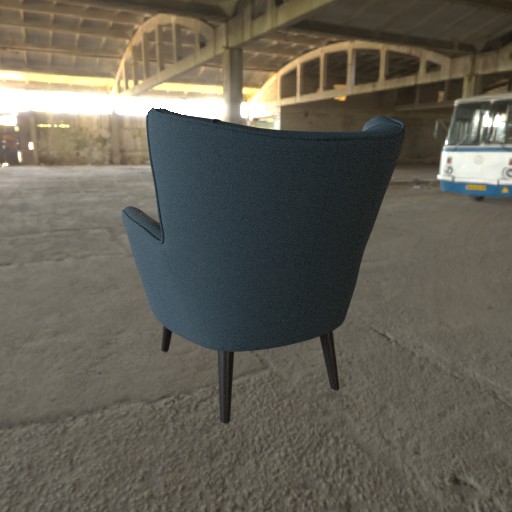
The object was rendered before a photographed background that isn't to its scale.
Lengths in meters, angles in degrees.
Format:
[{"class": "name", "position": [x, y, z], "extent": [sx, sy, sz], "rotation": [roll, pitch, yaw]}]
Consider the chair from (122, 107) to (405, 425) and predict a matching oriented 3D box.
[{"class": "chair", "position": [0.000, 0.000, 1.542], "extent": [0.781, 0.933, 0.888], "rotation": [-7, 16, -26]}]
